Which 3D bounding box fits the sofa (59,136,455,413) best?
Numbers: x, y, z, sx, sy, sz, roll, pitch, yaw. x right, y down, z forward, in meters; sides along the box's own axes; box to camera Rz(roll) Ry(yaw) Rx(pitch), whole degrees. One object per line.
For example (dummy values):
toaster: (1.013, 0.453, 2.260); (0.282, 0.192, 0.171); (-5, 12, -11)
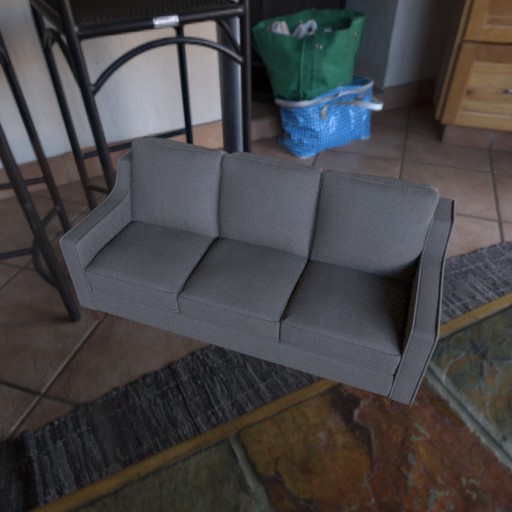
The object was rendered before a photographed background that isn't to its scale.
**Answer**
sofa: (0.000, 0.000, 2.569); (1.986, 0.974, 0.911); (13, 42, 15)
